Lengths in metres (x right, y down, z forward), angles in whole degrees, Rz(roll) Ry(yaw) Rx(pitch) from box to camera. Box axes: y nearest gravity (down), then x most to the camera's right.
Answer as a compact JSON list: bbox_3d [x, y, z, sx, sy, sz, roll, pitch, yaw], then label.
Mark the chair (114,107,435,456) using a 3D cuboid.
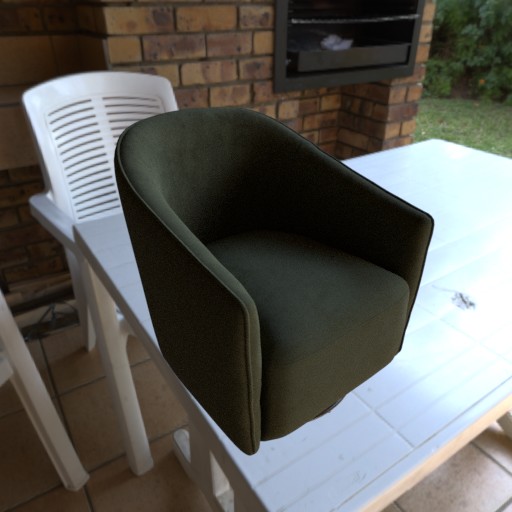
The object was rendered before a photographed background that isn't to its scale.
[{"bbox_3d":[0.000,0.000,1.456,0.747,0.799,0.875,-22,36,-32],"label":"chair"}]
